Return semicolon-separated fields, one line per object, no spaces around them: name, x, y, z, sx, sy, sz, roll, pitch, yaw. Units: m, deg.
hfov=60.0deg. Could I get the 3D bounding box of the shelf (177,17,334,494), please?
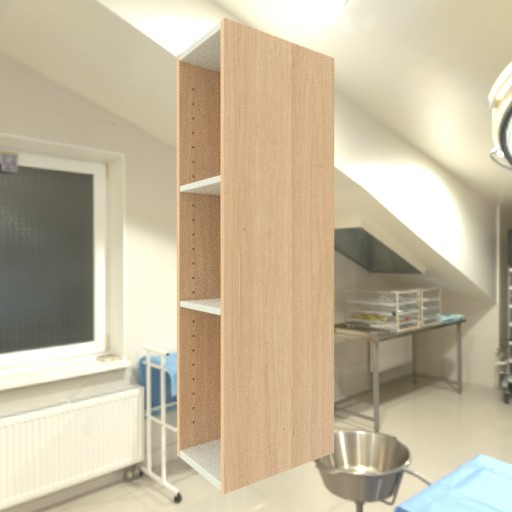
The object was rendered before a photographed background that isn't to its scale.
shelf;0.000;0.000;0.984;0.290;0.882;0.197;0;0;-36
